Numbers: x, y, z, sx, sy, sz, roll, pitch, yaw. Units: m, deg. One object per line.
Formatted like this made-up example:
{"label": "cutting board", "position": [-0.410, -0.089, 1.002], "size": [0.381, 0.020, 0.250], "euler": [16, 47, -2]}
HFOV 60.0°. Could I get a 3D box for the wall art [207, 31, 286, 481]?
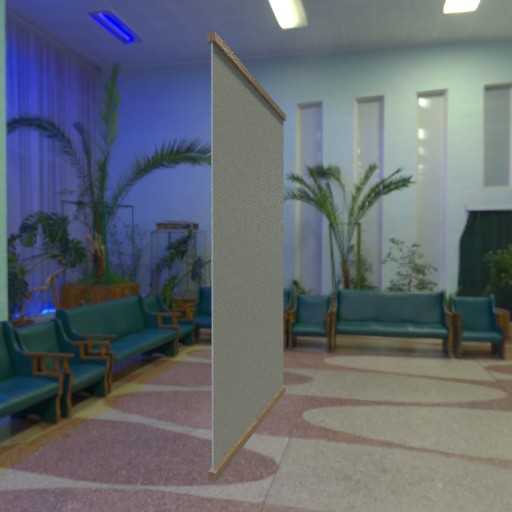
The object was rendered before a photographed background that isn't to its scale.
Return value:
{"label": "wall art", "position": [0.000, 0.000, 1.973], "size": [0.030, 1.519, 0.990], "euler": [0, 1, 18]}
